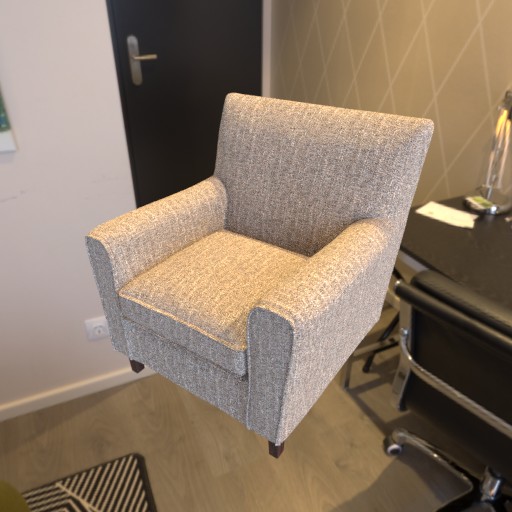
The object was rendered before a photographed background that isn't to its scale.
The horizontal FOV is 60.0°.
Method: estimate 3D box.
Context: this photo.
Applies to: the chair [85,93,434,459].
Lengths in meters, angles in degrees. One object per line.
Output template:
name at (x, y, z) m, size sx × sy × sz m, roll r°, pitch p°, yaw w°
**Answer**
chair at (0.000, 0.000, 1.614) m, size 0.864 × 0.928 × 0.873 m, roll 19°, pitch 35°, yaw 30°
